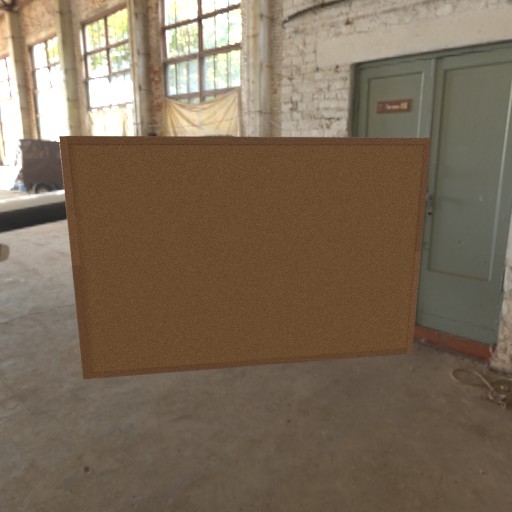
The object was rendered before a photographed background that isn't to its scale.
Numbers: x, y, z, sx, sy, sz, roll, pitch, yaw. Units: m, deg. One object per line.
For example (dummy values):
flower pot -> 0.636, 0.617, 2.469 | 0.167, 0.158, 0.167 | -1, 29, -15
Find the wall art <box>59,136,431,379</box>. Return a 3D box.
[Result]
wall art -> 0.000, 0.000, 0.785 | 0.613, 0.407, 0.035 | -2, 14, -9
